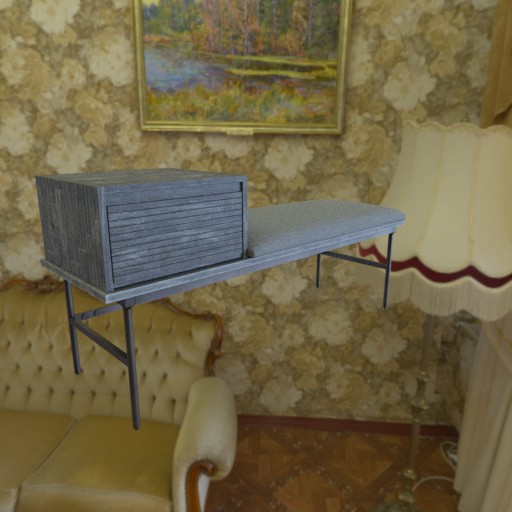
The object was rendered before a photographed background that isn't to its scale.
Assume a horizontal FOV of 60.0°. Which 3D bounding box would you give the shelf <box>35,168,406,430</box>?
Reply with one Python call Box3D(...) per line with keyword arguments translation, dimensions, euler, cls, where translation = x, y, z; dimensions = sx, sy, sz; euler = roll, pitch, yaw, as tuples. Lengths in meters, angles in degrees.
Box3D(translation=(0.000, 0.000, 1.617), dimensions=(1.342, 0.633, 0.457), euler=(-14, 21, -42), cls="shelf")
